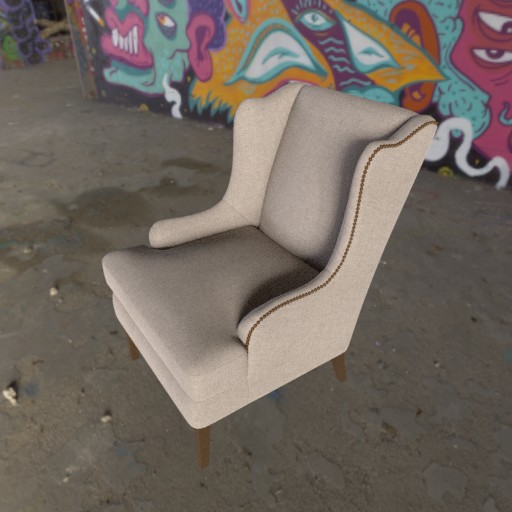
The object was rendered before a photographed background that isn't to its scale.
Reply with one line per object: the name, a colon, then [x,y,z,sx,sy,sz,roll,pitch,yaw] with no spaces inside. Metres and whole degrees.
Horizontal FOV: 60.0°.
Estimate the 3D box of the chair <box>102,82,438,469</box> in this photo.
chair: [0.000,0.000,1.618,0.940,1.029,0.737,-21,38,-29]
